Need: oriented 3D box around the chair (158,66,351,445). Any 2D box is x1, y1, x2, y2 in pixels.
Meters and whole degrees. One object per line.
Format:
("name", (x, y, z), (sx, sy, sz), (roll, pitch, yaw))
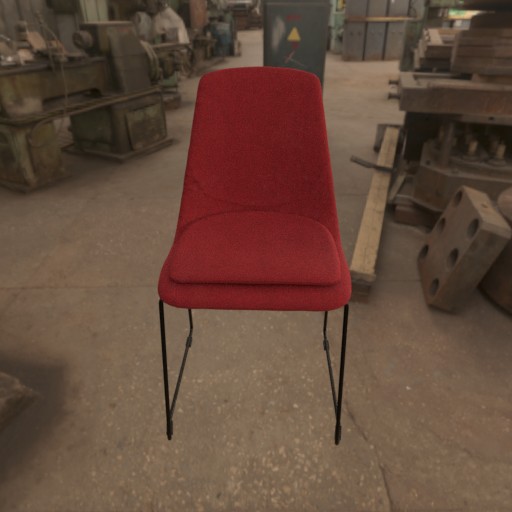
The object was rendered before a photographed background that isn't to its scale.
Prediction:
("chair", (0.000, 0.000, 1.159), (0.479, 0.858, 0.518), (1, 30, 2))
